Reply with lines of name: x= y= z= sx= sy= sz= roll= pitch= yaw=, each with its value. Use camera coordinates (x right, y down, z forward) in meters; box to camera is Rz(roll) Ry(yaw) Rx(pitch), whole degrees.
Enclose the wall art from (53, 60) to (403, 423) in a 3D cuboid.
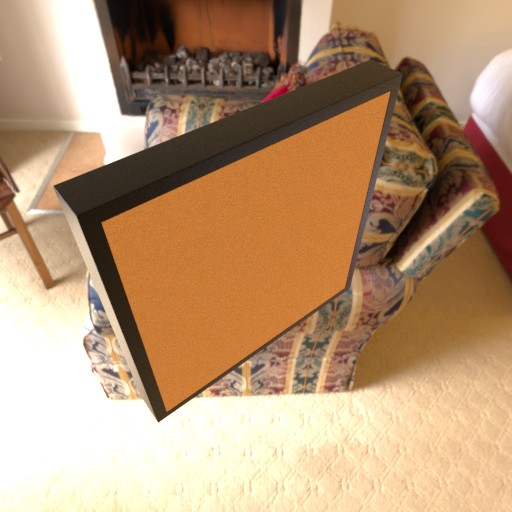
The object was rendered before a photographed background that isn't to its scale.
wall art: x=0.000 y=0.000 z=0.443 sx=0.299 sy=0.299 sz=0.037 roll=-30 pitch=54 yaw=-25
